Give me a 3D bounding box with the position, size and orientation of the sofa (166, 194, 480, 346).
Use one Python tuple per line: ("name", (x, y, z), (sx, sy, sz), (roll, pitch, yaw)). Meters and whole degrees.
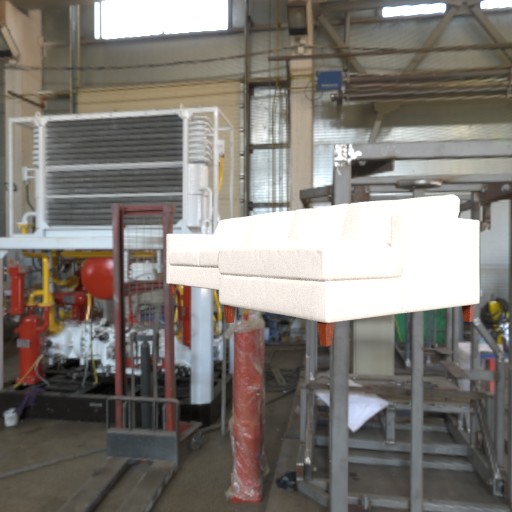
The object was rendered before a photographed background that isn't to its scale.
("sofa", (0.000, 0.000, 4.188), (1.606, 0.954, 3.471), (0, 0, -36))
